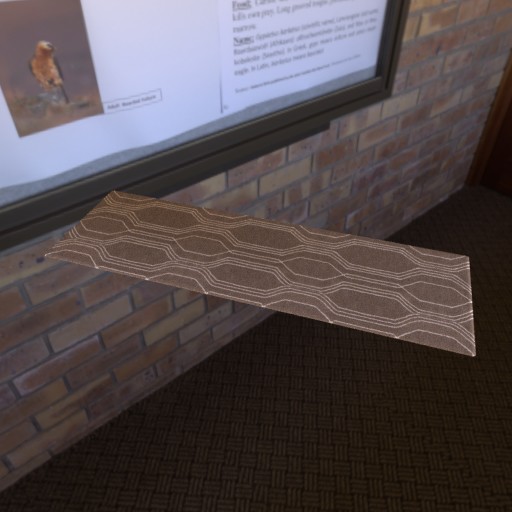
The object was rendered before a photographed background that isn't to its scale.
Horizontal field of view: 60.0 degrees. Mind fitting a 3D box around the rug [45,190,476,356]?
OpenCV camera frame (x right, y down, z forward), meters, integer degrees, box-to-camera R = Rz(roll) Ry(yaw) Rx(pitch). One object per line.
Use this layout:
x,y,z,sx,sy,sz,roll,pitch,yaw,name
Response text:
0.000,0.000,2.695,2.464,0.012,0.773,12,42,13,rug
